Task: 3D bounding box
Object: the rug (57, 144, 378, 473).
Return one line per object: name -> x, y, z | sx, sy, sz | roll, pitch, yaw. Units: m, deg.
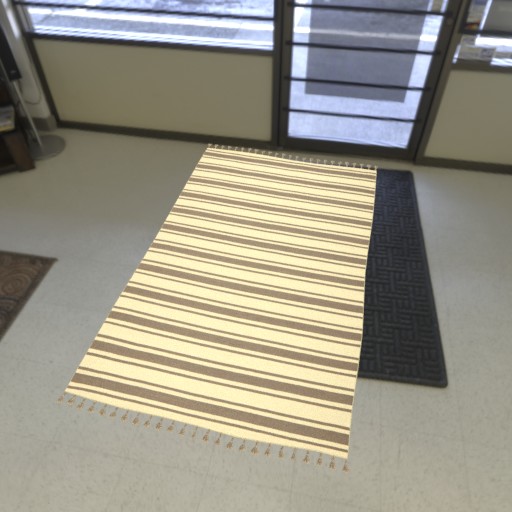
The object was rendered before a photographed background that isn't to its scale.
rug -> 0.000, 0.000, 2.467 | 1.229, 0.011, 2.096 | 10, 47, 10
